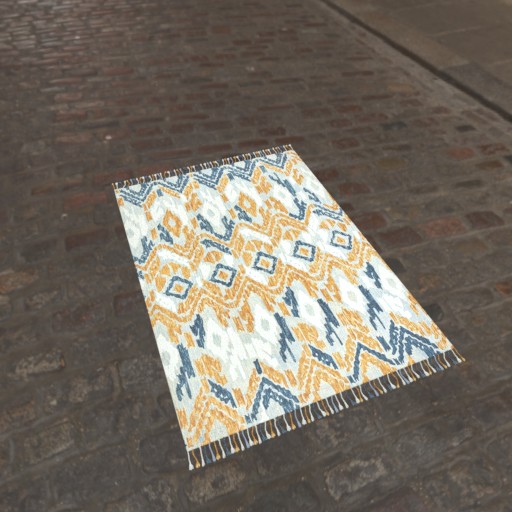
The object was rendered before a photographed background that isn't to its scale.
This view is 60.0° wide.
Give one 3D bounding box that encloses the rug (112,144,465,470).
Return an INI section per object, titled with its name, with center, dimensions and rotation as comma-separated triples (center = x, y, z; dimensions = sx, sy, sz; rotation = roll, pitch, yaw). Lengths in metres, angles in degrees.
[rug]
center = 0.000, 0.000, 2.335
dimensions = 1.230, 0.008, 1.827
rotation = -16, 48, -15
